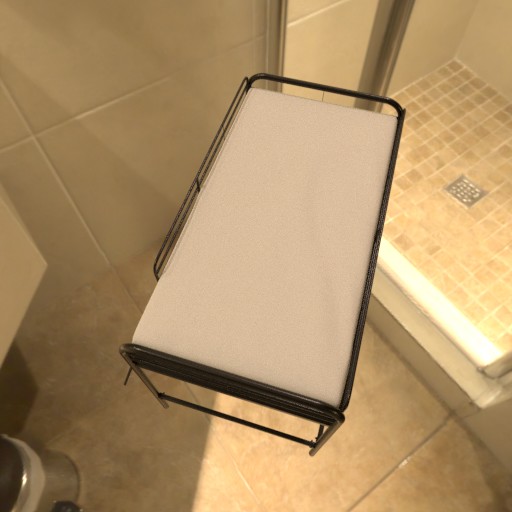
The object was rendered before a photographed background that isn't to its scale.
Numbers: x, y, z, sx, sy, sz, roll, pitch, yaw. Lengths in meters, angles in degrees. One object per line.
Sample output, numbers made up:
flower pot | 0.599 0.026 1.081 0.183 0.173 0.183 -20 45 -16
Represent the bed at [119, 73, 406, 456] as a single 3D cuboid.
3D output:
bed | 0.000 0.000 2.916 1.393 1.289 1.968 15 60 9
